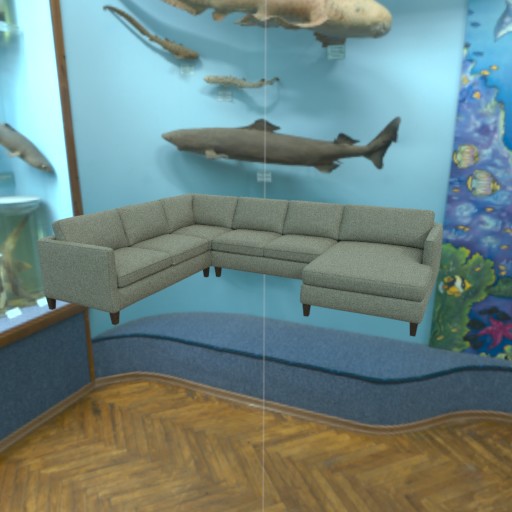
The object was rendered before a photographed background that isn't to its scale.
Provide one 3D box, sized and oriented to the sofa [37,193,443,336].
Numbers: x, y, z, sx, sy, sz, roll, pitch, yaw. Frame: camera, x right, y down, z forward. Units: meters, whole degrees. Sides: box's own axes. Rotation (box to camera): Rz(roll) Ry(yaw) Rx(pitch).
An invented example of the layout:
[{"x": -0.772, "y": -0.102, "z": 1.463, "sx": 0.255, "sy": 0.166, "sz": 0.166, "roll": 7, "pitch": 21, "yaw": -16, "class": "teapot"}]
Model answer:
[{"x": 0.000, "y": 0.000, "z": 4.572, "sx": 3.403, "sy": 0.889, "sz": 2.551, "roll": 7, "pitch": 17, "yaw": 25, "class": "sofa"}]
